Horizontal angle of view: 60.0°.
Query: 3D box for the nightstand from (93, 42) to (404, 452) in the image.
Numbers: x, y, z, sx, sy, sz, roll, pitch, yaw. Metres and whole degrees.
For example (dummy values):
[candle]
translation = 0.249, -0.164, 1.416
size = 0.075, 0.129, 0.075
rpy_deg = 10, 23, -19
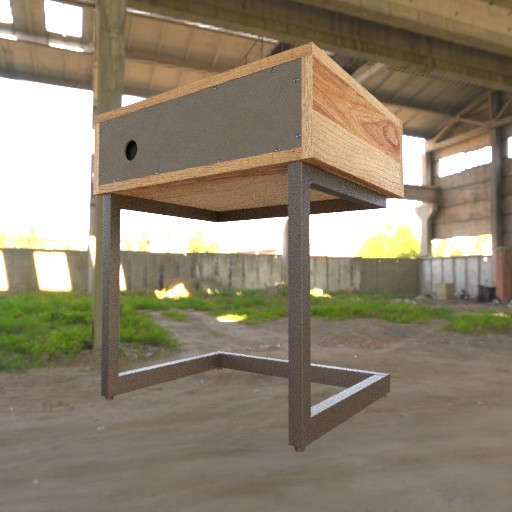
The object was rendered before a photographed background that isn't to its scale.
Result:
[nightstand]
translation = 0.000, 0.000, 1.024
size = 0.558, 0.632, 0.481
rpy_deg = -2, -3, 36
